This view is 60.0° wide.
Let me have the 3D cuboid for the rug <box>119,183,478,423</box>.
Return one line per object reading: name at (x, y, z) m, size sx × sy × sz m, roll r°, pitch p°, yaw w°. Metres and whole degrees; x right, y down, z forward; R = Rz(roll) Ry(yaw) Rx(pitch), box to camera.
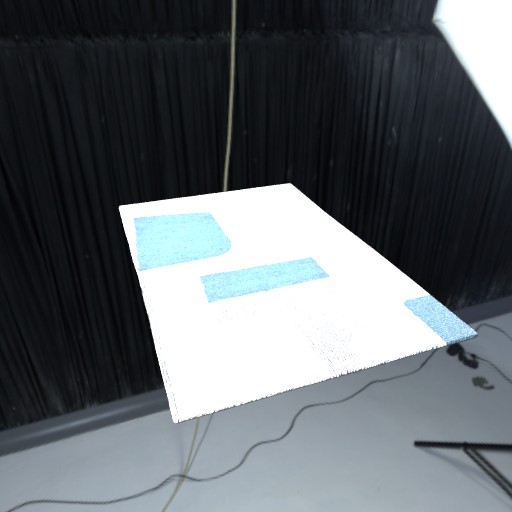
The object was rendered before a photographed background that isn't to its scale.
rug at (0.000, 0.000, 2.350) m, size 1.238 × 0.020 × 1.847 m, roll -10°, pitch 31°, yaw -18°
